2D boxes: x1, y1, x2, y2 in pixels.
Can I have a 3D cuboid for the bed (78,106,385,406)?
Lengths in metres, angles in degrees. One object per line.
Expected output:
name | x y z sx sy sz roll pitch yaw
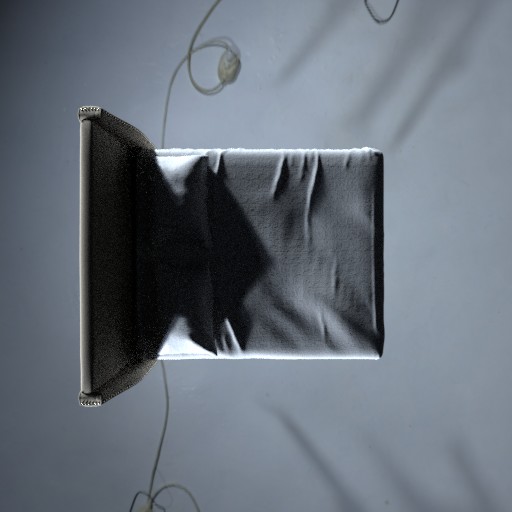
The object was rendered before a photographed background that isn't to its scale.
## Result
bed | 0.000 0.000 3.455 2.276 1.332 1.925 0 90 0
